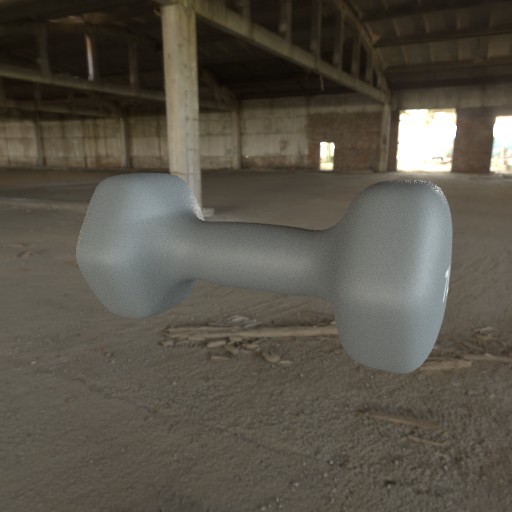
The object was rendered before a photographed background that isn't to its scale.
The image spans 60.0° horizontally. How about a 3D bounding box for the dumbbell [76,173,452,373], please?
[{"bbox_3d":[0.000,0.000,0.230,0.184,0.081,0.090,7,15,26],"label":"dumbbell"}]
